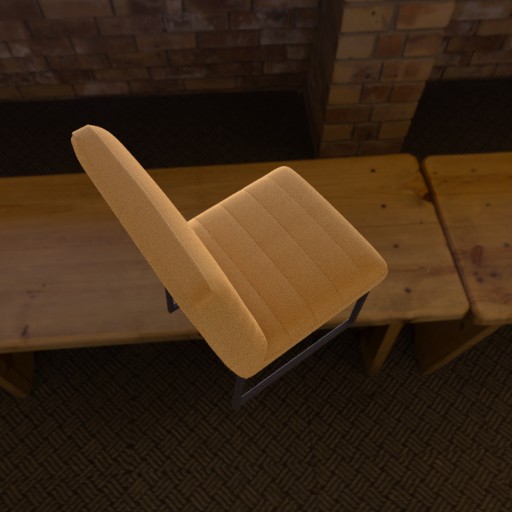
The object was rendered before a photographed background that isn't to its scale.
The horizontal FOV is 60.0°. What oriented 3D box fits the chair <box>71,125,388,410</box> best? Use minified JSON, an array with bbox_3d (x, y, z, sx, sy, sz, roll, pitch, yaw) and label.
[{"bbox_3d":[0.000,0.000,1.303,0.634,0.930,0.520,-32,64,-18],"label":"chair"}]
